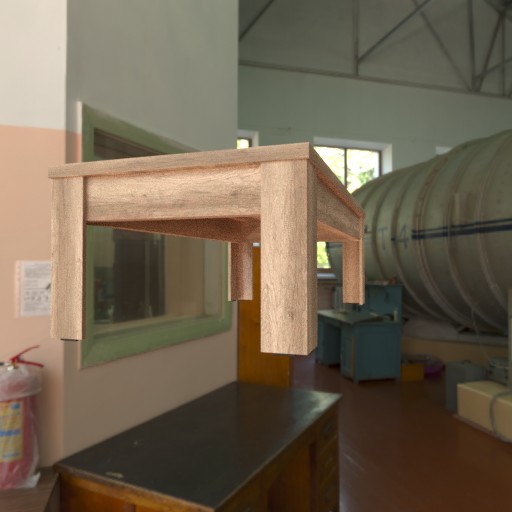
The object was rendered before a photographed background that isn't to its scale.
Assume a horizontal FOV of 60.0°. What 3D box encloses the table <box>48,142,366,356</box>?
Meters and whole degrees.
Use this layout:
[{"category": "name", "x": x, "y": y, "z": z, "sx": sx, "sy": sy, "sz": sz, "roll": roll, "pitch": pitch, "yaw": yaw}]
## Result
[{"category": "table", "x": 0.000, "y": 0.000, "z": 1.691, "sx": 0.700, "sy": 0.460, "sz": 1.350, "roll": 0, "pitch": -1, "yaw": 19}]
